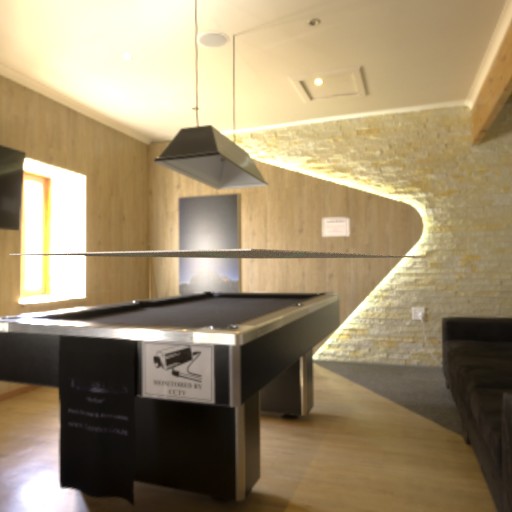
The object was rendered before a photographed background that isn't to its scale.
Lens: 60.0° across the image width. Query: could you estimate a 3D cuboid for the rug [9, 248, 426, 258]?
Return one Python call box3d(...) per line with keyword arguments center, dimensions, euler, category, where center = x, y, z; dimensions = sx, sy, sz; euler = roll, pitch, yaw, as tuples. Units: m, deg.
box3d(center=(0.000, 0.000, 2.801), dimensions=(1.524, 0.006, 2.286), euler=(-1, -1, 34), category="rug")
